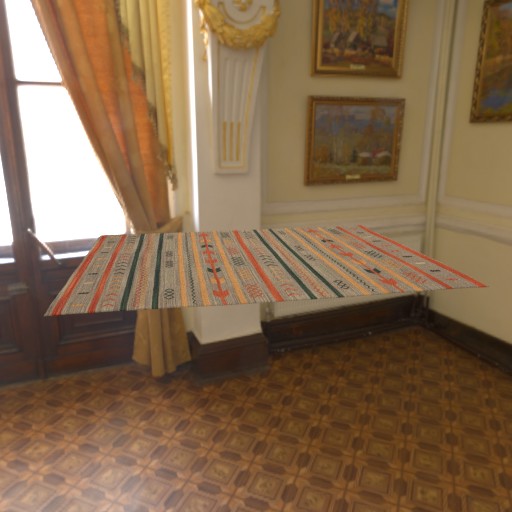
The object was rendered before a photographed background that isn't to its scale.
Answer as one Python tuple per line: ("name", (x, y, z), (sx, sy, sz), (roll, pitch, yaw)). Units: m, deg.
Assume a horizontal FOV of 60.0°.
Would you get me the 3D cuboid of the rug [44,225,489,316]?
("rug", (0.000, 0.000, 4.004), (3.029, 0.022, 2.263), (-3, 16, -10))
